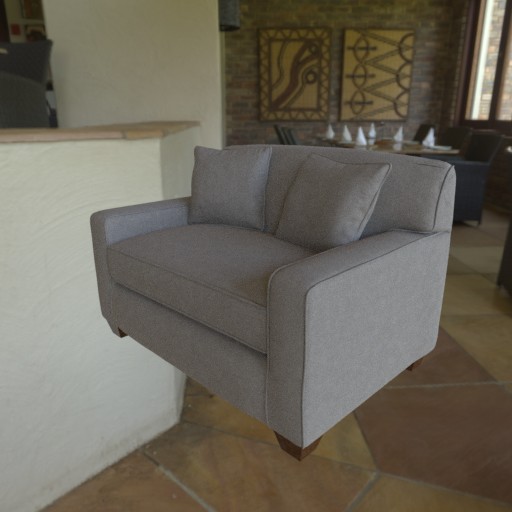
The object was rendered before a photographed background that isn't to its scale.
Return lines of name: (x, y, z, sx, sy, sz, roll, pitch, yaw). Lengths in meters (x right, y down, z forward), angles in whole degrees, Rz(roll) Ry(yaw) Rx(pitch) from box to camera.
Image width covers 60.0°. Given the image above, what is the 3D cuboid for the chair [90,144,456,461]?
chair: (0.000, 0.000, 2.045, 0.992, 0.953, 1.395, -17, 24, -42)
